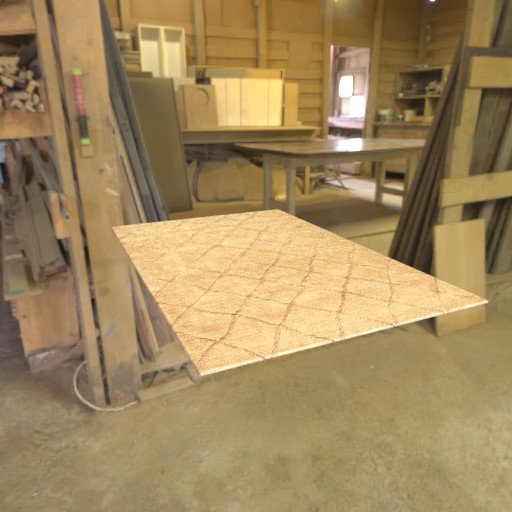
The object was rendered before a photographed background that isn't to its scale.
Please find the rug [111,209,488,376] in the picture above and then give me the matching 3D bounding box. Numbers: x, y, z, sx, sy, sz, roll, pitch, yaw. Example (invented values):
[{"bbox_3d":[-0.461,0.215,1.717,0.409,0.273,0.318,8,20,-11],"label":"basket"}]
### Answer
[{"bbox_3d":[0.000,0.000,2.921,1.528,0.014,2.292,-9,21,-24],"label":"rug"}]
